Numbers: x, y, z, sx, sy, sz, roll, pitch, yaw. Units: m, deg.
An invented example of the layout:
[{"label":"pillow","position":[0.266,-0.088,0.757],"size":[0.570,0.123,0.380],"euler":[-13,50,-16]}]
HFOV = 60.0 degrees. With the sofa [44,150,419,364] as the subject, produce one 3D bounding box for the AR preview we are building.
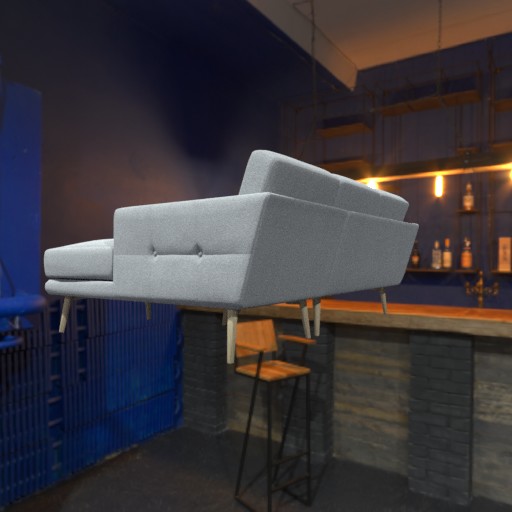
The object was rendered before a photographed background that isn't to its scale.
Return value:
[{"label":"sofa","position":[0.000,0.000,2.873],"size":[1.530,0.860,2.040],"euler":[0,0,35]}]
